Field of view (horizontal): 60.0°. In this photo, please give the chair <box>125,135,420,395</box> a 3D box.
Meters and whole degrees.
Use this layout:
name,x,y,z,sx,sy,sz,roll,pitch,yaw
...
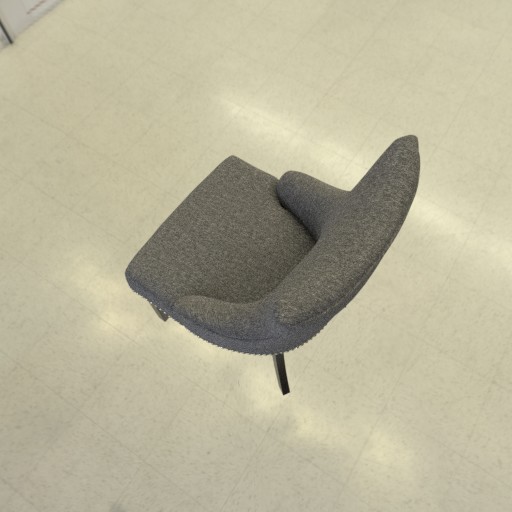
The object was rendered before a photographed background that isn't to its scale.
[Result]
name,x,y,z,sx,sy,sz,roll,pitch,yaw
chair,0.000,0.000,1.311,0.629,0.909,0.566,33,69,14
